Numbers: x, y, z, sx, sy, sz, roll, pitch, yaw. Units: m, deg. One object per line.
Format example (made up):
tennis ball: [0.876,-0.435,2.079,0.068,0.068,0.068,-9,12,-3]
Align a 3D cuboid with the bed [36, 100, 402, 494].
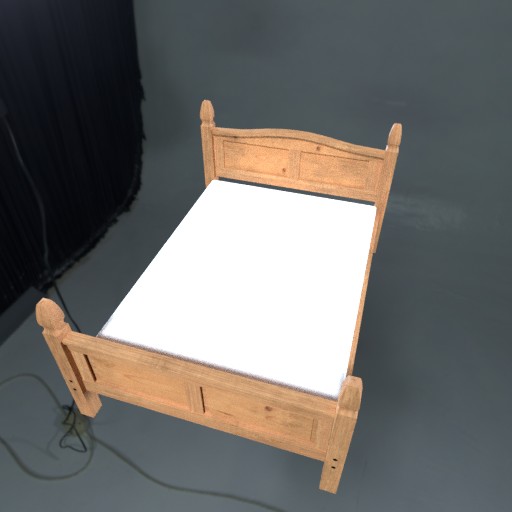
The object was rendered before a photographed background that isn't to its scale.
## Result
bed: [0.000,0.000,2.798,1.490,1.100,2.069,11,42,13]
